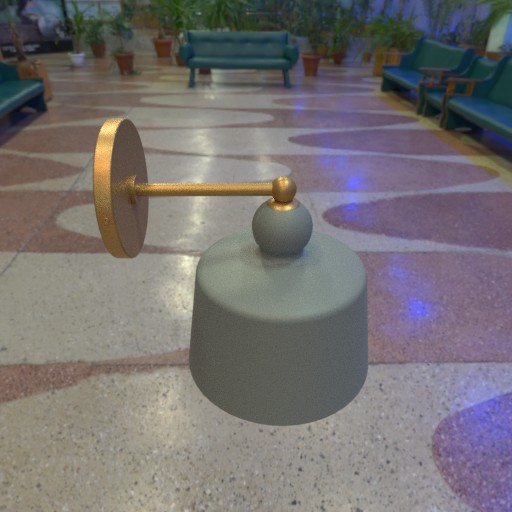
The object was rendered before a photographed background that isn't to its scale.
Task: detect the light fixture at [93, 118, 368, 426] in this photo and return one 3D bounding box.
[{"bbox_3d":[0.000,0.000,0.443,0.254,0.268,0.204,0,32,0],"label":"light fixture"}]
